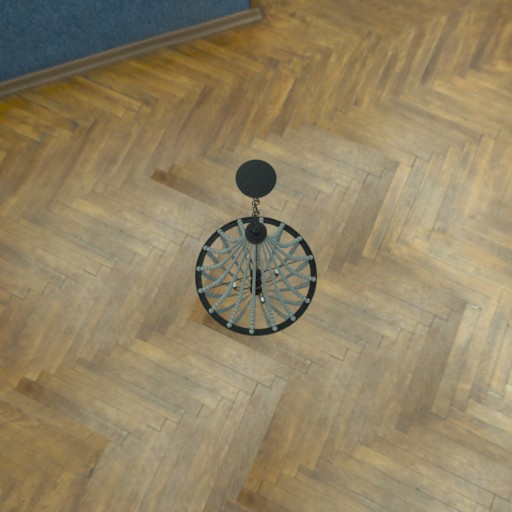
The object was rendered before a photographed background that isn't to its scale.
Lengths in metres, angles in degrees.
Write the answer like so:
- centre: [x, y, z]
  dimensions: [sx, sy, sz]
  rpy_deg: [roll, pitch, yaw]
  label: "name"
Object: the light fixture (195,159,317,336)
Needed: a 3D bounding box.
- centre: [0.000, 0.000, 1.390]
  dimensions: [0.450, 1.133, 0.450]
  rpy_deg: [0, 75, 0]
  label: "light fixture"
